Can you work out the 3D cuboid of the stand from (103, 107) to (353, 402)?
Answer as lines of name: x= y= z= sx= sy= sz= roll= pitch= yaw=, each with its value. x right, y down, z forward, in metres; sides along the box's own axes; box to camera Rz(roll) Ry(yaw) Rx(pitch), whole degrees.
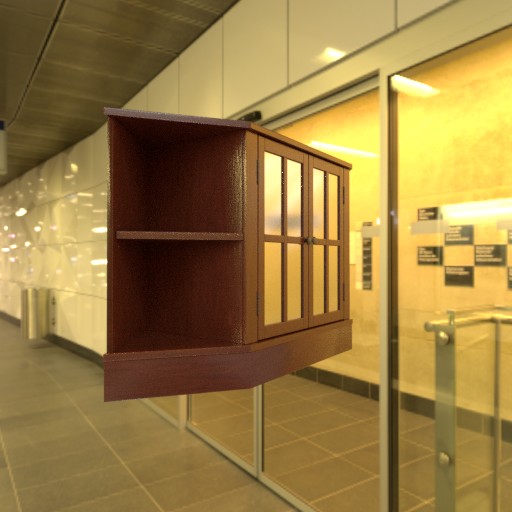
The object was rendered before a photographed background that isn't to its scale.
stand: x=0.000 y=0.000 z=1.351 sx=0.381 sy=0.614 sz=1.072 roll=0 pitch=-1 yaw=36
